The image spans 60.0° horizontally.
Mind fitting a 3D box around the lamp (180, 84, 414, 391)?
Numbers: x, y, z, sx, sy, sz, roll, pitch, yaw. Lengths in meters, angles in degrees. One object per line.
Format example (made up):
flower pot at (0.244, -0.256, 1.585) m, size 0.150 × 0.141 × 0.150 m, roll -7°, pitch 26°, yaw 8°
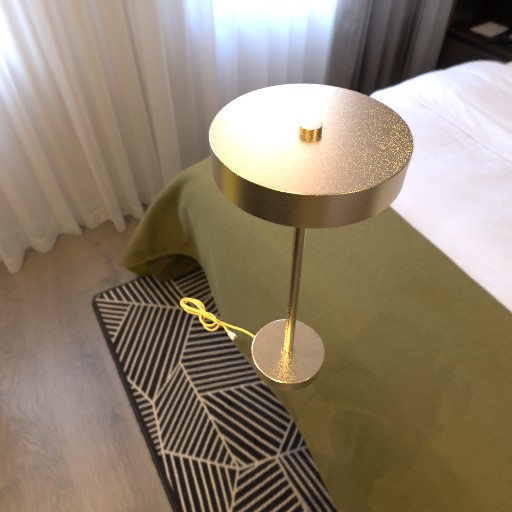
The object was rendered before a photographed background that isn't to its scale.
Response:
lamp at (0.000, 0.000, 0.705) m, size 0.369 × 0.508 × 0.229 m, roll 22°, pitch 51°, yaw 20°
